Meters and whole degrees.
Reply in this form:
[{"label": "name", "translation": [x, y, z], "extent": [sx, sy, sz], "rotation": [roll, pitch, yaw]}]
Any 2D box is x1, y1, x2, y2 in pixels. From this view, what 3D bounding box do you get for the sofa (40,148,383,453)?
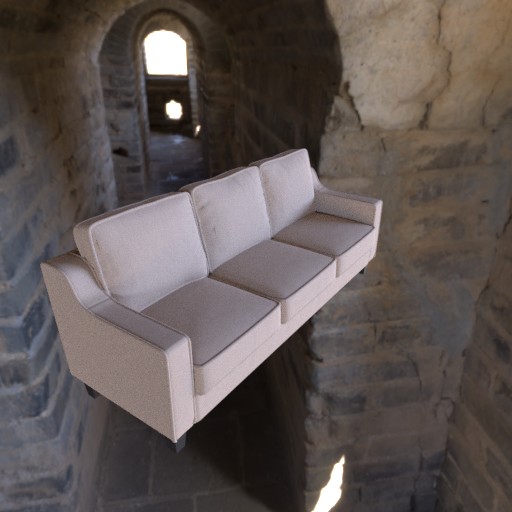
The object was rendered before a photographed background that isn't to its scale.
[{"label": "sofa", "translation": [0.000, 0.000, 2.611], "extent": [0.791, 0.902, 2.131], "rotation": [17, 31, 31]}]
